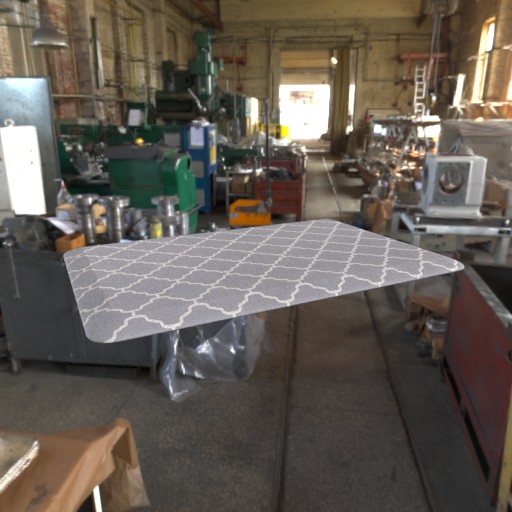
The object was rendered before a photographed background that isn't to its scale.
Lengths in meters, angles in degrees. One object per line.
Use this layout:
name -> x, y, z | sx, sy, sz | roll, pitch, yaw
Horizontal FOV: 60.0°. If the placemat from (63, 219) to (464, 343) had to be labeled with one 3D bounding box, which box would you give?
placemat -> 0.000, 0.000, 0.982 | 0.762, 0.021, 0.508 | -8, 19, -25
